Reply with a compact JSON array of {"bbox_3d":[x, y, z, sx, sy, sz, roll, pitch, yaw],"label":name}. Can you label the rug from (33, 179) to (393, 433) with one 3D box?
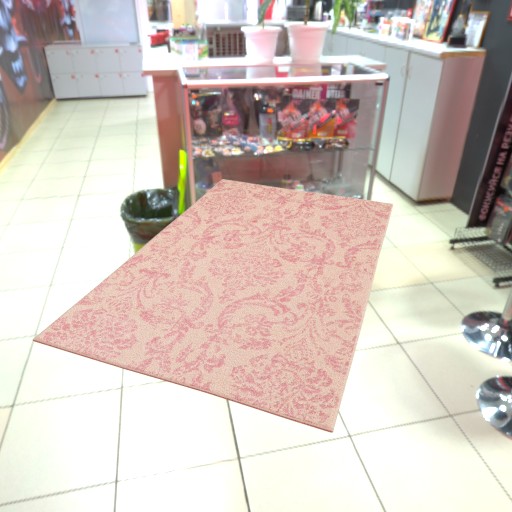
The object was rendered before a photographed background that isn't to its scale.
[{"bbox_3d":[0.000,0.000,2.322,1.219,0.012,1.839,11,33,18],"label":"rug"}]
